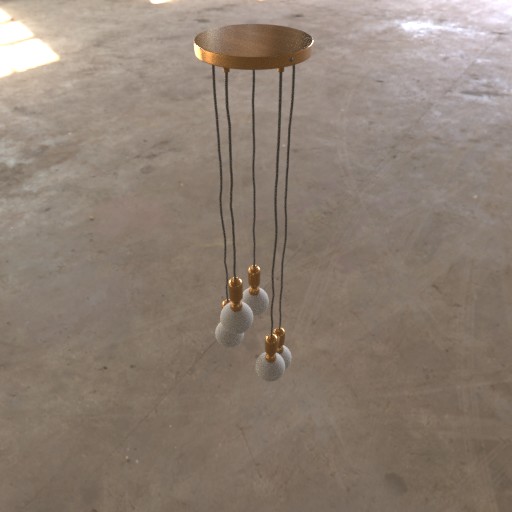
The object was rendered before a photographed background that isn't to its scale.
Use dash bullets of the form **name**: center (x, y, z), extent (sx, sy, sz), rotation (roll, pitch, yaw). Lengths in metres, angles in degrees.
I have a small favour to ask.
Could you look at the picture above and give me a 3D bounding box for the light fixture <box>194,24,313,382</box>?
- **light fixture**: center (0.000, 0.000, 0.504), extent (0.108, 0.457, 0.105), rotation (-26, 47, -27)
